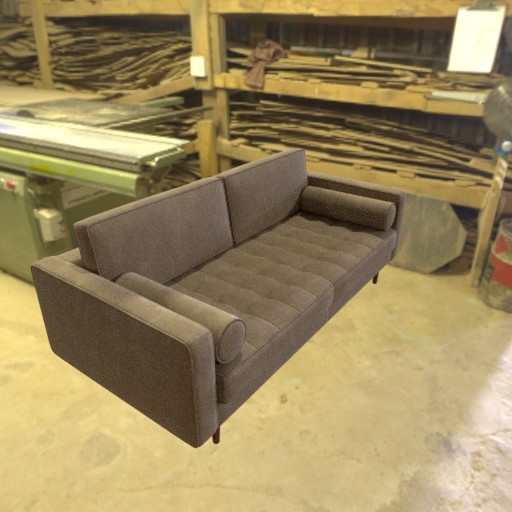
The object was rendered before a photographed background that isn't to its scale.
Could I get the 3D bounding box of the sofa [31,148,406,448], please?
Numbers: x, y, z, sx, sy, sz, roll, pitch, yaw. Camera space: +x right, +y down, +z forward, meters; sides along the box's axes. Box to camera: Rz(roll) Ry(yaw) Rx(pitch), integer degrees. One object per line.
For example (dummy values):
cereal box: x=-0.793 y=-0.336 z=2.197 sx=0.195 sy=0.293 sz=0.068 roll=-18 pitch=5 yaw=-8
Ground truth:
sofa: x=0.000 y=0.000 z=2.275 sx=0.920 sy=0.769 sz=1.883 roll=18 pitch=32 yaw=32
